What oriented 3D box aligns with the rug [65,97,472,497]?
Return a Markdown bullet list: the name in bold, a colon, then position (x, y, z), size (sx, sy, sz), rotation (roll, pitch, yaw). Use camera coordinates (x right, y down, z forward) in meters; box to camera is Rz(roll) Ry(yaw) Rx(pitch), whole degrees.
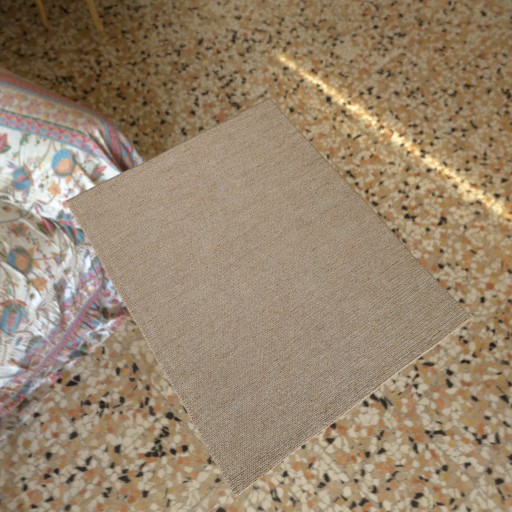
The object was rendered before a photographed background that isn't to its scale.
- **rug**: position (0.000, 0.000, 4.027), size (2.406, 0.012, 3.034), rotation (-31, 68, -14)
